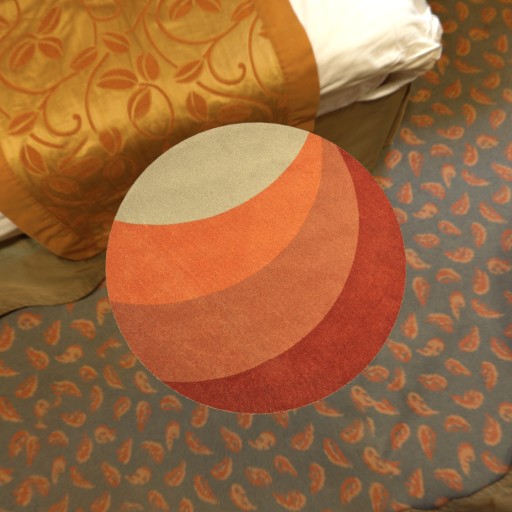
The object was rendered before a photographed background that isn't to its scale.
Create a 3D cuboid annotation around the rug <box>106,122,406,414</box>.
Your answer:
[{"bbox_3d":[0.000,0.000,2.242,1.514,0.015,1.514,0,75,0],"label":"rug"}]
